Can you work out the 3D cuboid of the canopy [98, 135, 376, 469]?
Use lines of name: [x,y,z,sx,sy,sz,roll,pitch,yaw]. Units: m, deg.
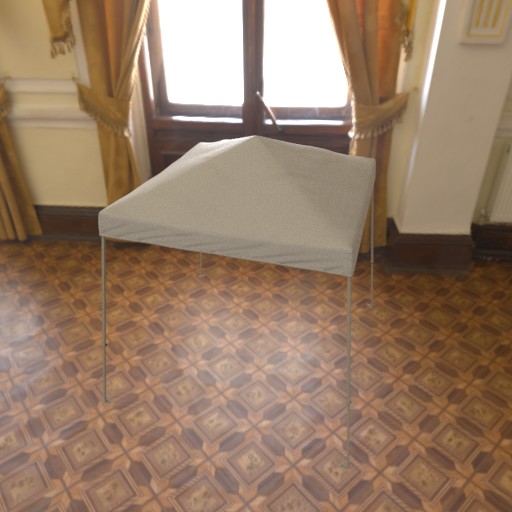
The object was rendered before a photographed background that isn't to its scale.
canopy: [0.000,0.000,6.618,3.600,3.600,3.599,9,32,15]
